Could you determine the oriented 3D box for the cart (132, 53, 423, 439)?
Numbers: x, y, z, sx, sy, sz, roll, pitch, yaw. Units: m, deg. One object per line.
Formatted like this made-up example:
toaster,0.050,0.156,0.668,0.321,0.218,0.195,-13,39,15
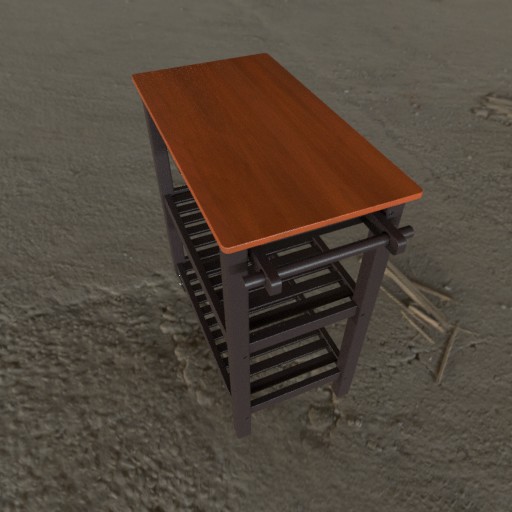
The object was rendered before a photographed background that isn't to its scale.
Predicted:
cart,0.000,0.000,1.460,0.457,0.927,0.899,-17,47,-16
